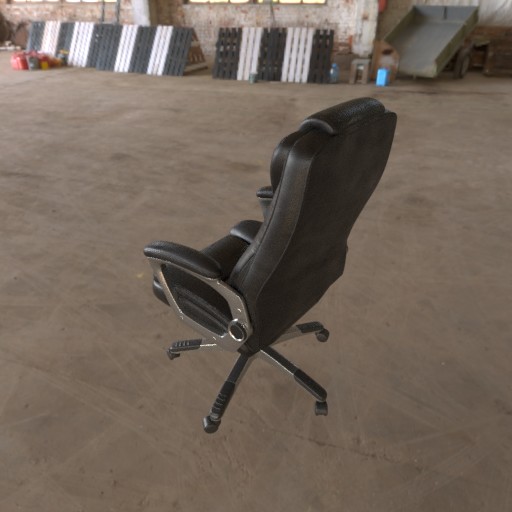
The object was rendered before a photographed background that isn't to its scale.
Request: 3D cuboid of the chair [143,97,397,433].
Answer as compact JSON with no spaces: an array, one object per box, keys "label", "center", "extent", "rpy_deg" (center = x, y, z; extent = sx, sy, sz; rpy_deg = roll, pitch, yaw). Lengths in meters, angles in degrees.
[{"label":"chair","center":[0.000,0.000,1.510],"extent":[0.689,1.075,0.697],"rpy_deg":[22,37,32]}]
